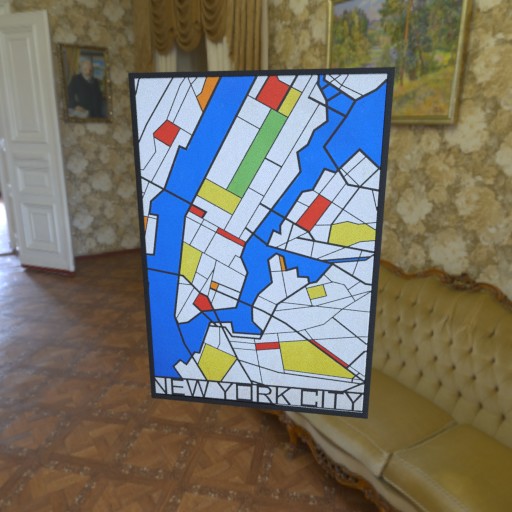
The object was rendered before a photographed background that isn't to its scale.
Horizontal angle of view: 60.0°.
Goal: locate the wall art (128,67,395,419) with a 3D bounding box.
[{"bbox_3d":[0.000,0.000,0.849,0.460,0.660,0.013,2,16,9],"label":"wall art"}]
